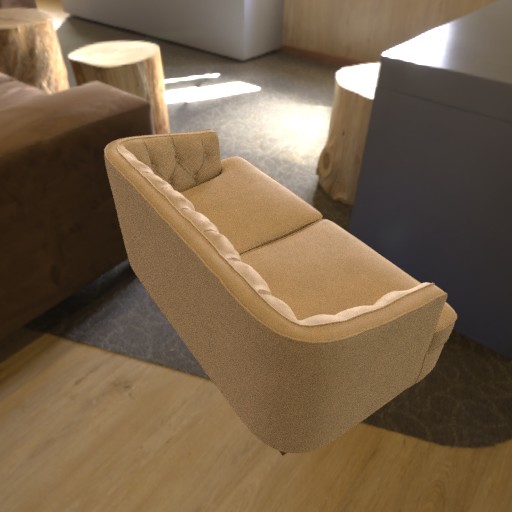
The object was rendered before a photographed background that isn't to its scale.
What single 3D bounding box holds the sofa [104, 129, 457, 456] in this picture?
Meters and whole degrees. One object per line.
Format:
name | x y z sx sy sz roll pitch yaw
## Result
sofa | 0.000 0.000 2.223 0.940 0.878 1.731 -24 46 -26
